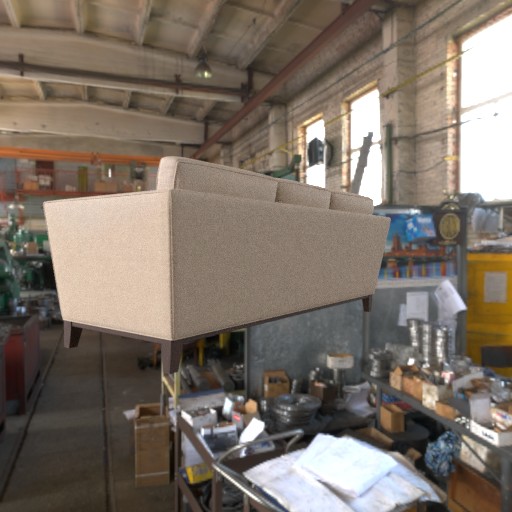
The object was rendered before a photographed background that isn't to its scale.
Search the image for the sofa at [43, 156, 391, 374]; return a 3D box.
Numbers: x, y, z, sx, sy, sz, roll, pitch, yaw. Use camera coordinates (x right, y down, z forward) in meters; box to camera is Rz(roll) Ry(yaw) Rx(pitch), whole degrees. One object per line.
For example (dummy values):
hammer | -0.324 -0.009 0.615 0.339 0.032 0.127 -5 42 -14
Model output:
sofa | 0.000 0.000 2.949 0.965 0.940 2.388 1 2 37
